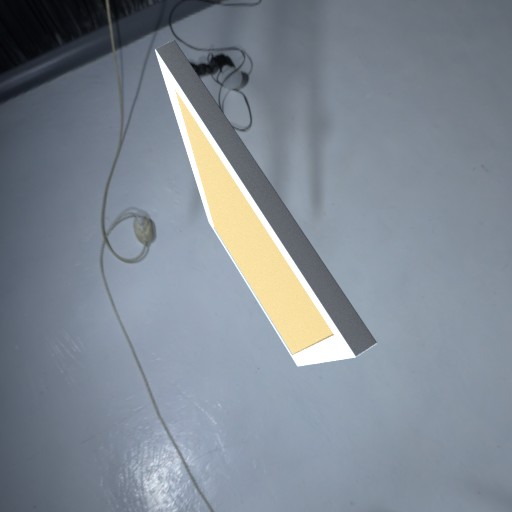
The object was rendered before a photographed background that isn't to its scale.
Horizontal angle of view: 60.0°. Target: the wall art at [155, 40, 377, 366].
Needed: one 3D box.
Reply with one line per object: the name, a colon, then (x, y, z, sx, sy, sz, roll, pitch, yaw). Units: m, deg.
wall art: (0.000, 0.000, 1.148, 0.039, 0.915, 0.612, -31, 77, -8)
